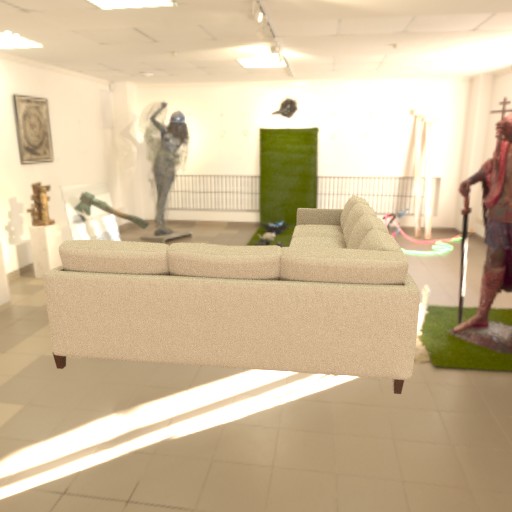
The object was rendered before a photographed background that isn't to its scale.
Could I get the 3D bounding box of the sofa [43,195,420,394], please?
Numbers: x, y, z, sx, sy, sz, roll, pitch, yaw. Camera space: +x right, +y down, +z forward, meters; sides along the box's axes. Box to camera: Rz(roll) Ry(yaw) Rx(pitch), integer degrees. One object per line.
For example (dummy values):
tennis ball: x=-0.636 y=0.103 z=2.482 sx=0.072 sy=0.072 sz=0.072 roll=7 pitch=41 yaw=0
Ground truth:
sofa: x=0.000 y=0.000 z=4.462 sx=2.522 sy=0.934 sz=3.333 roll=2 pitch=15 yaw=8
